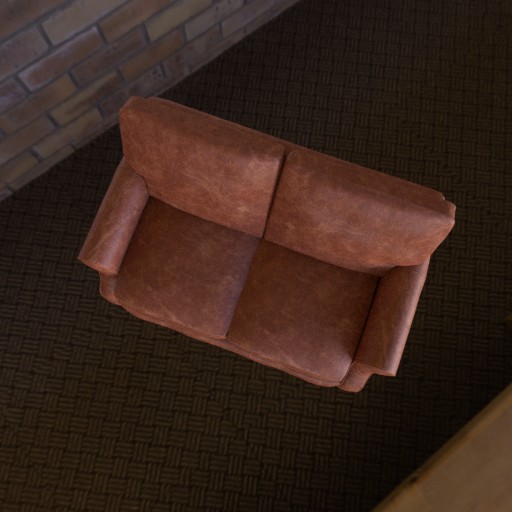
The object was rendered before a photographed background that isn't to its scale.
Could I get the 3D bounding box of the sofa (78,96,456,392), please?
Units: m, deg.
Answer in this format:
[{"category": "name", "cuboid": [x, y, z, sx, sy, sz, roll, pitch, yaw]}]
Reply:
[{"category": "sofa", "cuboid": [0.000, 0.000, 2.248, 1.616, 0.967, 0.990, 20, 78, 4]}]
